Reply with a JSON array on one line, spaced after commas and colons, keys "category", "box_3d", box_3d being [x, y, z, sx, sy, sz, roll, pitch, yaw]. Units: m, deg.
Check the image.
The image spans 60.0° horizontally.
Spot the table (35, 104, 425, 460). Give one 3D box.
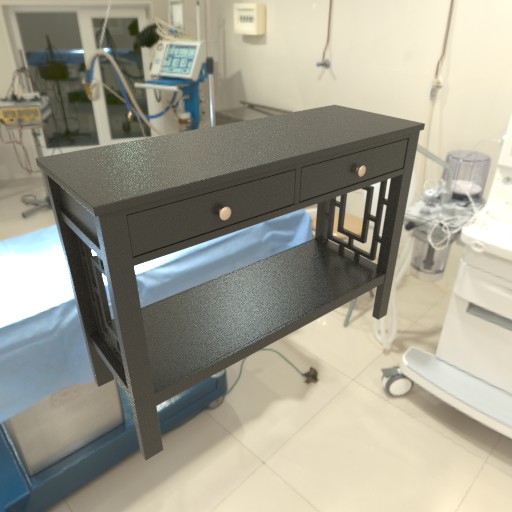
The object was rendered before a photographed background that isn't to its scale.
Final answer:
[{"category": "table", "box_3d": [0.000, 0.000, 1.426, 1.068, 0.753, 0.397, -21, 36, -33]}]
